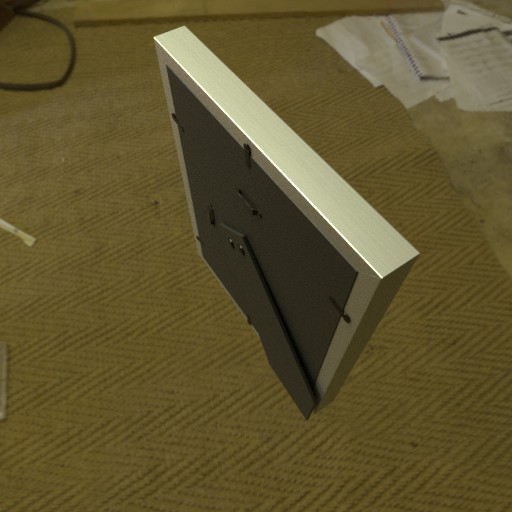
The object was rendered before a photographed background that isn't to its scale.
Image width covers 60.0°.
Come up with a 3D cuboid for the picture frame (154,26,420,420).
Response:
[{"bbox_3d":[0.000,0.000,0.380,0.036,0.282,0.233,-30,63,-17],"label":"picture frame"}]
